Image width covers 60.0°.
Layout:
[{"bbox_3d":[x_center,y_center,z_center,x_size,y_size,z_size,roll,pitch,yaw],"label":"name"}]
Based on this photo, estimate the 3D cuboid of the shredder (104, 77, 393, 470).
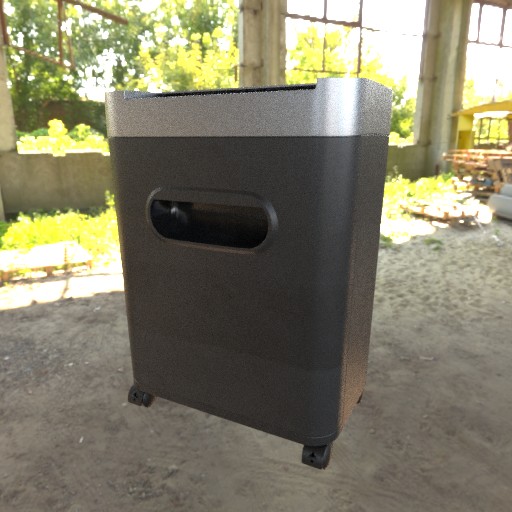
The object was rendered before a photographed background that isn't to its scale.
[{"bbox_3d":[0.000,0.000,0.596,0.311,0.419,0.237,8,17,27],"label":"shredder"}]
